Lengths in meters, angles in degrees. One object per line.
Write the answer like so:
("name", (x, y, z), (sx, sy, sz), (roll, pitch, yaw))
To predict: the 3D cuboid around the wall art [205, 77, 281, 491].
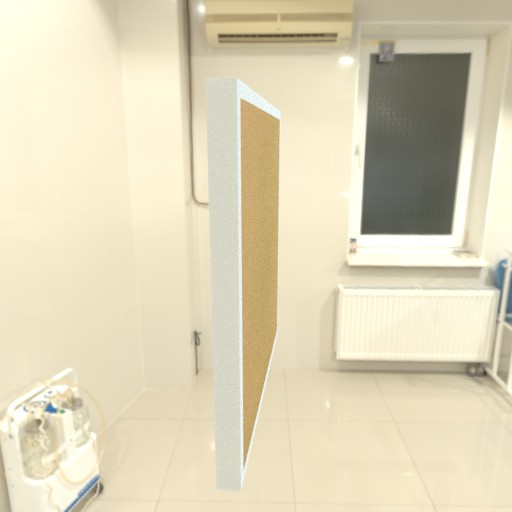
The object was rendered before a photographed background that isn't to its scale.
("wall art", (0.000, 0.000, 0.461), (0.020, 0.307, 0.307), (2, 14, 8))
